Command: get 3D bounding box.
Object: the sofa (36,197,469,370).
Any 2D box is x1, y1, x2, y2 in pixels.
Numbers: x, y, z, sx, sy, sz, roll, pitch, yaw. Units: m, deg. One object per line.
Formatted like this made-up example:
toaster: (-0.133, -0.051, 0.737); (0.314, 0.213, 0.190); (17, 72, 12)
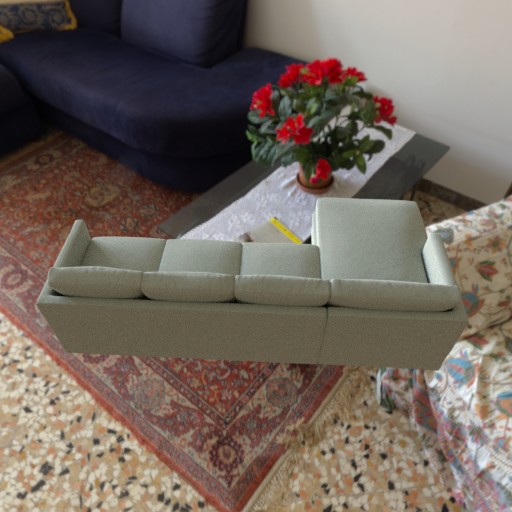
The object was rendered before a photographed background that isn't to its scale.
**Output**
sofa: (0.000, 0.000, 3.972); (3.205, 0.922, 1.650); (2, 48, 2)
